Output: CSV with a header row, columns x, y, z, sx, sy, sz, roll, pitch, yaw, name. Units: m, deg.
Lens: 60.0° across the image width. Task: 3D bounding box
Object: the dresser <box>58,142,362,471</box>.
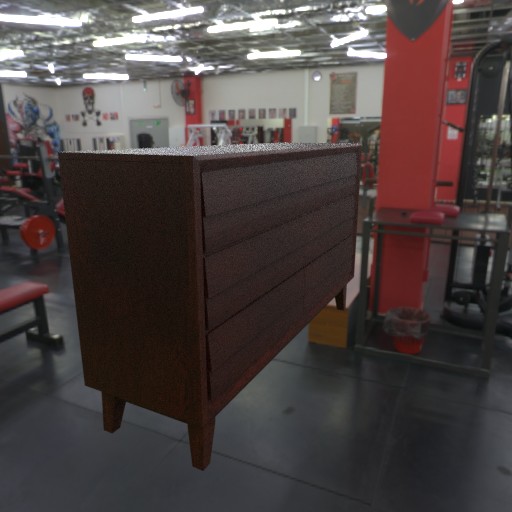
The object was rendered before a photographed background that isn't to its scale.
x,y,z,sx,sy,sz,roll,pitch,yaw,name
0.000,0.000,2.023,0.499,0.971,1.609,8,17,27,dresser
